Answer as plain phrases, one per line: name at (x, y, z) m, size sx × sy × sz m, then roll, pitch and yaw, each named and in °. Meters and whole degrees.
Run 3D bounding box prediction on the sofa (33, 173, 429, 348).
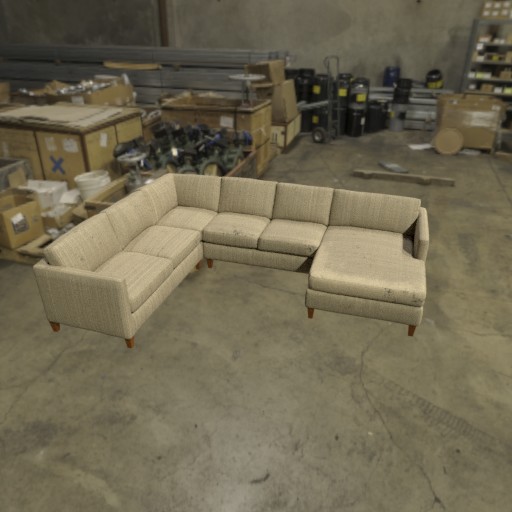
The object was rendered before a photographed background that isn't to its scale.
sofa at (0.000, 0.000, 4.712) m, size 3.460 × 0.961 × 2.594 m, roll 8°, pitch 29°, yaw 15°
